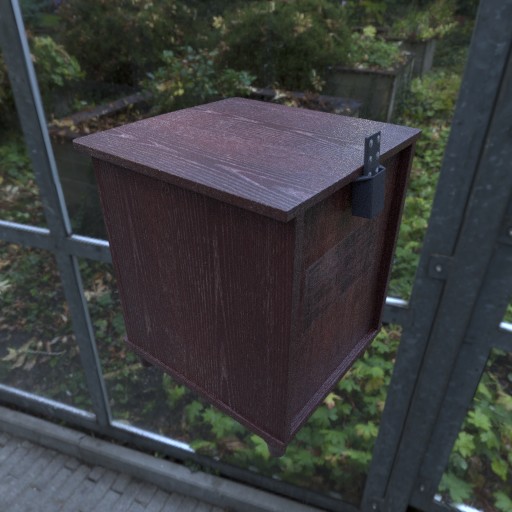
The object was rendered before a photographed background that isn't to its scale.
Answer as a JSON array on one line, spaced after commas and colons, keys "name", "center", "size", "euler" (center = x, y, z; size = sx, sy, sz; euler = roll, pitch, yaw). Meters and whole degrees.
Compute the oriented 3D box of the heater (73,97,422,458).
[{"name": "heater", "center": [0.000, 0.000, 0.752], "size": [0.400, 0.481, 0.362], "euler": [22, 38, 32]}]
